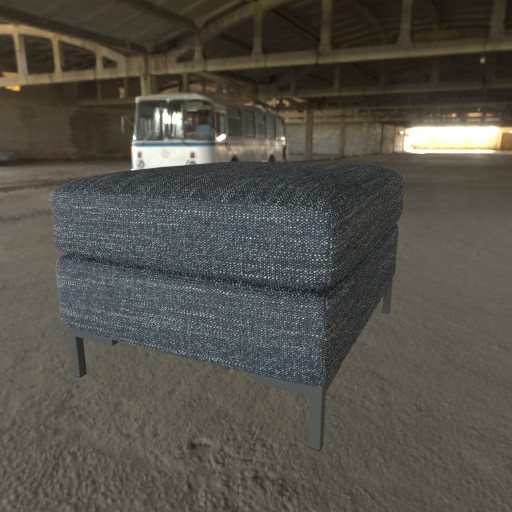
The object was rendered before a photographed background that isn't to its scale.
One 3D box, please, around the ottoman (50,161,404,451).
[{"bbox_3d":[0.000,0.000,1.214,0.667,0.491,0.814,7,16,25],"label":"ottoman"}]
